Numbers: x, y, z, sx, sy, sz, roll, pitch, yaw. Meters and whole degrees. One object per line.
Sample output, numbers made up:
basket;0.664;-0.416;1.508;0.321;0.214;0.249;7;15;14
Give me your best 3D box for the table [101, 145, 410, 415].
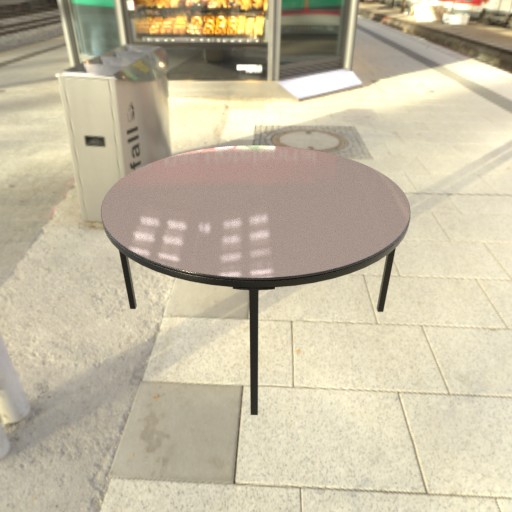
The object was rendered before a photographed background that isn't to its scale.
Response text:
table;0.000;0.000;1.296;0.800;0.400;0.800;0;32;0
